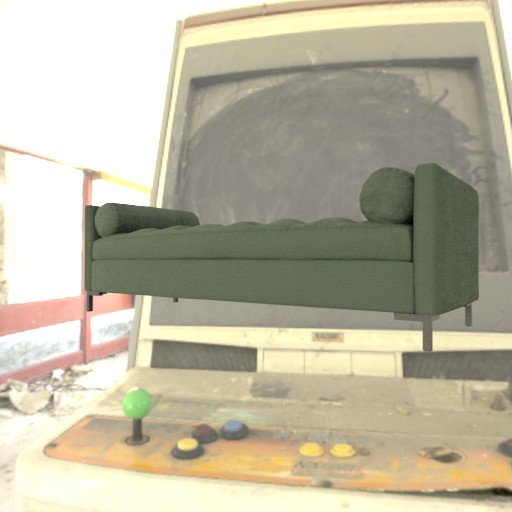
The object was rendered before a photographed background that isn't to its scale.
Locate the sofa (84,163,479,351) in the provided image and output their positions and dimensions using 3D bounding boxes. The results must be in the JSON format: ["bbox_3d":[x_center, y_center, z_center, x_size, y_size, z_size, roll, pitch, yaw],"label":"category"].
[{"bbox_3d":[0.000,0.000,2.447,2.130,0.681,0.817,0,-1,36],"label":"sofa"}]
